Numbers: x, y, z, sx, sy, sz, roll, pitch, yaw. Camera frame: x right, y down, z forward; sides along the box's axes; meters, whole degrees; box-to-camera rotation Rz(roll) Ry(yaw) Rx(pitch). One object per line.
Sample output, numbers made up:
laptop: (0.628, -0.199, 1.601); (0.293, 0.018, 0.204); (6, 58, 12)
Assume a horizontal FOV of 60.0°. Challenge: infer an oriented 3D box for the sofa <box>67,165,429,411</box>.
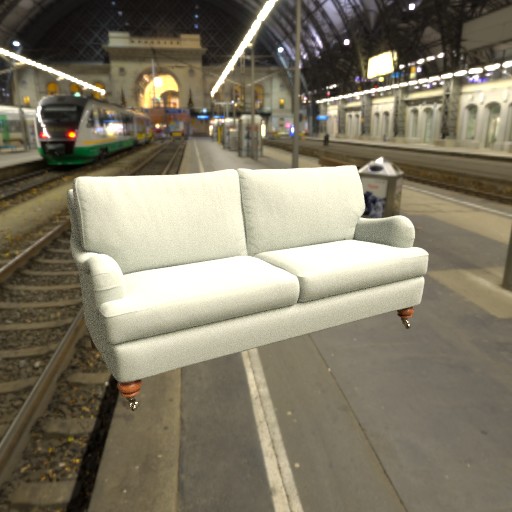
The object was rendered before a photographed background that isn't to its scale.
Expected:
sofa: (0.000, 0.000, 2.929); (2.193, 1.096, 1.069); (-9, 18, -28)
